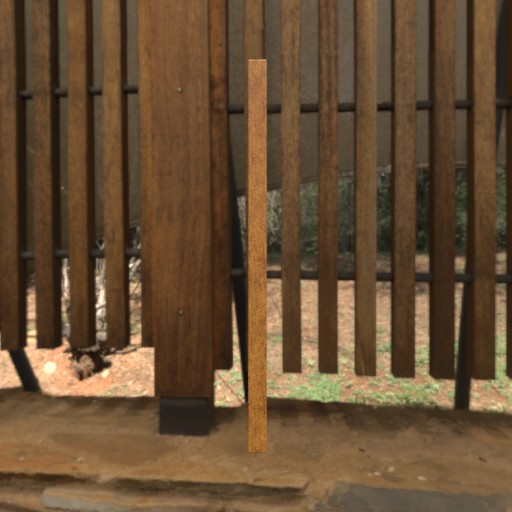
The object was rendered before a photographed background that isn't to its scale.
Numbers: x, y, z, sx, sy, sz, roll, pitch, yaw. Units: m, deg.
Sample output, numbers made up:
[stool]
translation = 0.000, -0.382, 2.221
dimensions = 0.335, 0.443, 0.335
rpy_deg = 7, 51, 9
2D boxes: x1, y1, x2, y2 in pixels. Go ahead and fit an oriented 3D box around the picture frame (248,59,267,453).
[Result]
[picture frame]
translation = 0.000, 0.000, 1.161
dimensions = 0.029, 0.621, 0.922
rpy_deg = 0, 0, 0
